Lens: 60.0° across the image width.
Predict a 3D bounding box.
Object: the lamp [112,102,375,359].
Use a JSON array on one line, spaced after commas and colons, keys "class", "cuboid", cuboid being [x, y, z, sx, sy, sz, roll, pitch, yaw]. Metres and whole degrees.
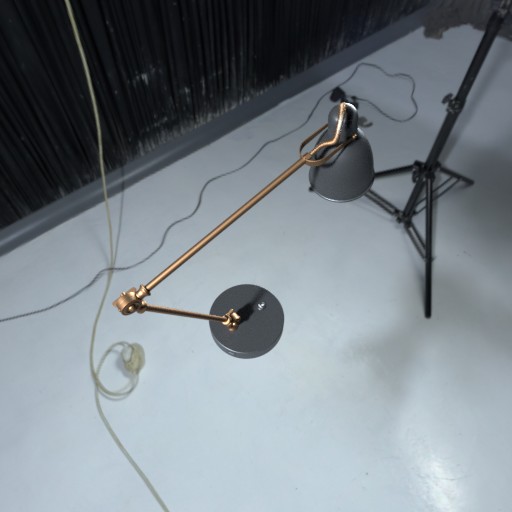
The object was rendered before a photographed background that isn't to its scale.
[{"class": "lamp", "cuboid": [0.000, 0.000, 0.888, 0.561, 0.587, 0.187, -34, 64, -19]}]
